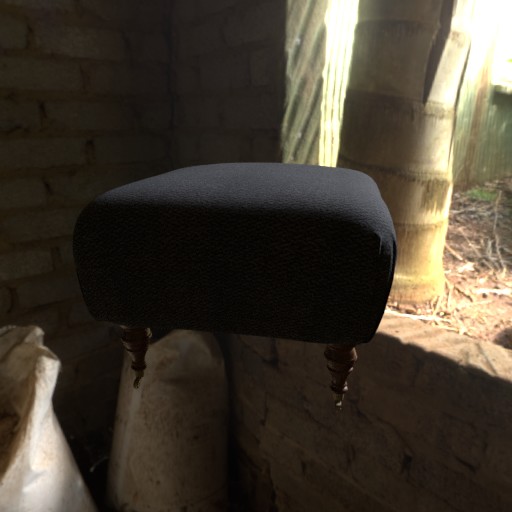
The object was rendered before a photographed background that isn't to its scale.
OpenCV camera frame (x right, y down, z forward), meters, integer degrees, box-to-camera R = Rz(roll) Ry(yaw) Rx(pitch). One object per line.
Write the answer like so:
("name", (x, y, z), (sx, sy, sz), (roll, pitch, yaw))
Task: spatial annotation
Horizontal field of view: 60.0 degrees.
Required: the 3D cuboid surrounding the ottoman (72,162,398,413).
("ottoman", (0.000, 0.000, 1.145), (0.622, 0.450, 0.747), (3, 18, 11))
